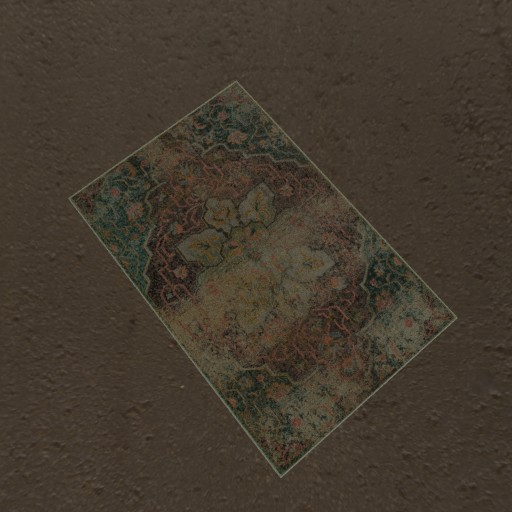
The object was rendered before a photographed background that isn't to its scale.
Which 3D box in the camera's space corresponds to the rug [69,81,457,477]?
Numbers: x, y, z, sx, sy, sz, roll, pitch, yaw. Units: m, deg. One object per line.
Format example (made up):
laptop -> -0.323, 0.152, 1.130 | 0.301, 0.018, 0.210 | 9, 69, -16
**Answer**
rug -> 0.000, 0.000, 3.032 | 1.566, 0.004, 2.363 | -37, 78, -9
